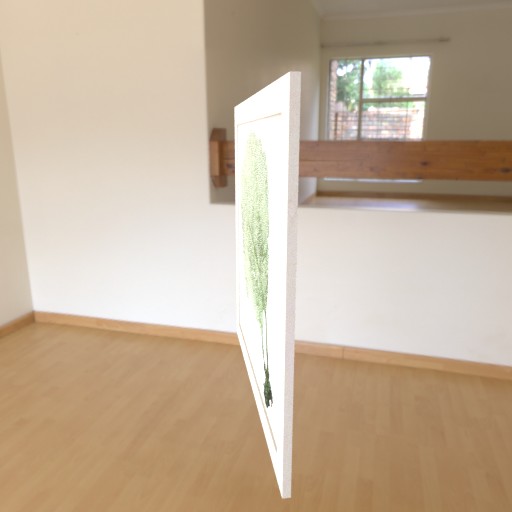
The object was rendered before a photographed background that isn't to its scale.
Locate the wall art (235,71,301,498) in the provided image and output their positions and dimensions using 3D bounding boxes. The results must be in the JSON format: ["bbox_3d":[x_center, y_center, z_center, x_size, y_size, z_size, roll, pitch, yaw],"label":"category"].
[{"bbox_3d":[0.000,0.000,0.859,0.013,0.584,0.584,-2,15,-9],"label":"wall art"}]
